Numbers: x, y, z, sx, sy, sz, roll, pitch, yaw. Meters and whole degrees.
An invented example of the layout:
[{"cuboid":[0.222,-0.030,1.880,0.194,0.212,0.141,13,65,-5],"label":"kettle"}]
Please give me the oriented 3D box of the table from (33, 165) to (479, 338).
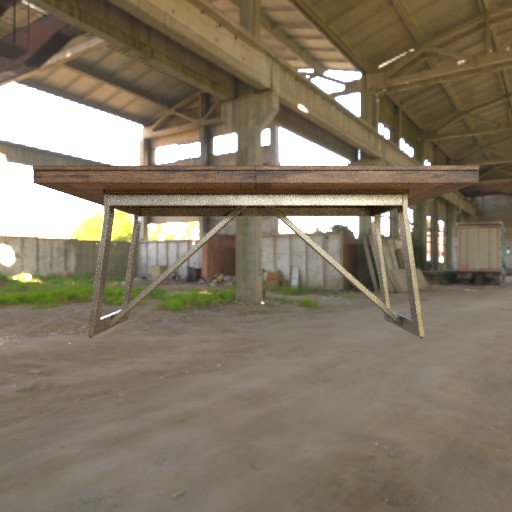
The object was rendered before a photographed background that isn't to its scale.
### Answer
[{"cuboid":[0.000,0.000,2.318,1.867,0.757,0.931,0,0,0],"label":"table"}]
